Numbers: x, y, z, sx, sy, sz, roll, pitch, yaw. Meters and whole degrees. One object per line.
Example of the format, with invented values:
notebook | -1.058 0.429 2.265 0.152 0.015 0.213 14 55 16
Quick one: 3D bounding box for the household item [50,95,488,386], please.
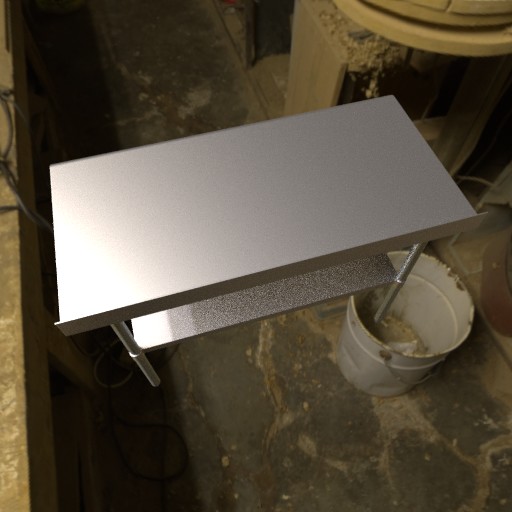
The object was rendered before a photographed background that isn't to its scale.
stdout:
household item | 0.000 0.000 1.704 1.219 0.851 0.610 -14 59 -9
